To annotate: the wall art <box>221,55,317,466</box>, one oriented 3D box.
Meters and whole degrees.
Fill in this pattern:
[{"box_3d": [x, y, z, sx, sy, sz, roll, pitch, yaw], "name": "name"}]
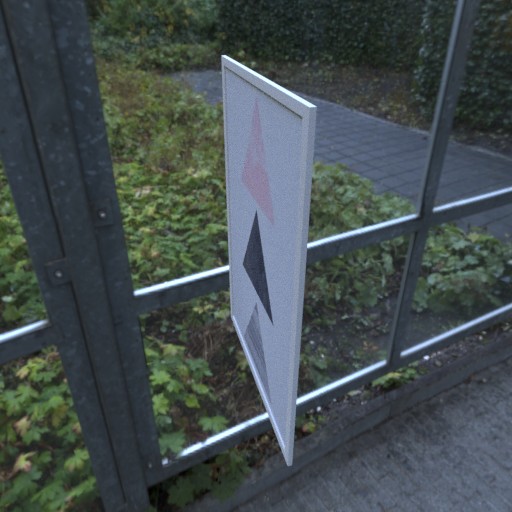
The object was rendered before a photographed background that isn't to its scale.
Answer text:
[{"box_3d": [0.000, 0.000, 1.223, 0.013, 0.940, 0.659, -9, 32, -14], "name": "wall art"}]
